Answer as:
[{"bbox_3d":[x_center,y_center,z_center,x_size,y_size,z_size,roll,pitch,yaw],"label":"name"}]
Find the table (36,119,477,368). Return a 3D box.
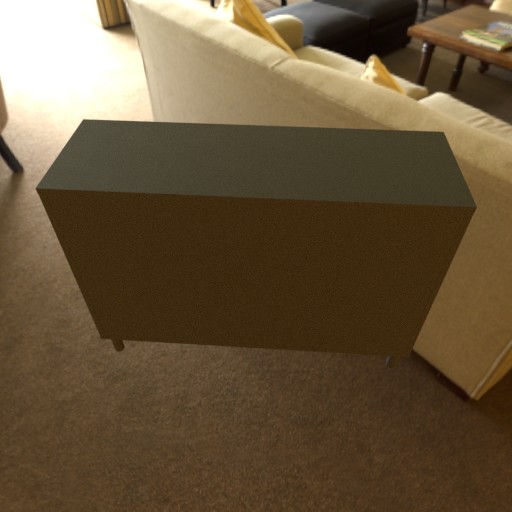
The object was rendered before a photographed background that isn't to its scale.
[{"bbox_3d":[0.000,0.000,1.645,1.200,0.855,0.400,3,45,3],"label":"table"}]
